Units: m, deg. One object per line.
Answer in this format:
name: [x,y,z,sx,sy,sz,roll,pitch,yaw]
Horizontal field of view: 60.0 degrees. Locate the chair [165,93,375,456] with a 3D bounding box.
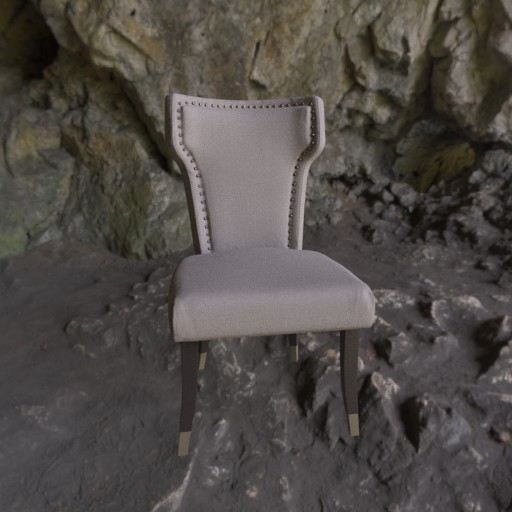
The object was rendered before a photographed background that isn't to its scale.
chair: [0.000,0.000,1.355,0.526,0.955,0.630,-3,16,-9]
